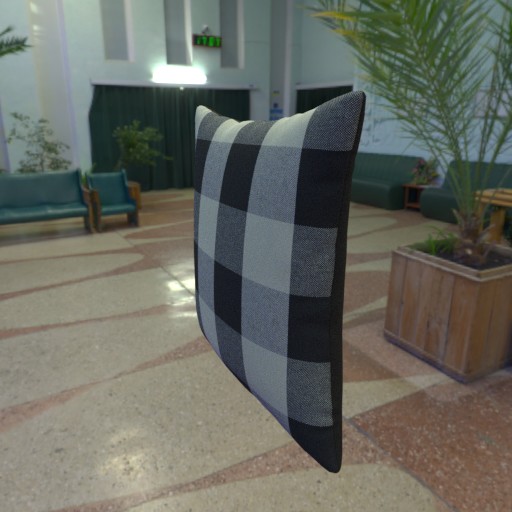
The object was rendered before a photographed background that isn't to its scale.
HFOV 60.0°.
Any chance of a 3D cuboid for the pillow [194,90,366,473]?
[{"bbox_3d":[0.000,0.000,0.767,0.161,0.509,0.511,-8,19,-26],"label":"pillow"}]
